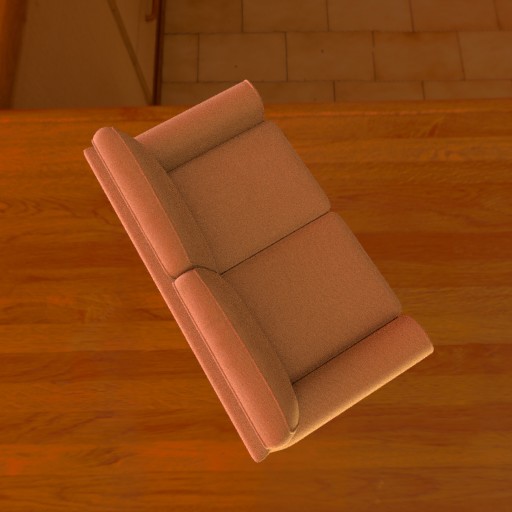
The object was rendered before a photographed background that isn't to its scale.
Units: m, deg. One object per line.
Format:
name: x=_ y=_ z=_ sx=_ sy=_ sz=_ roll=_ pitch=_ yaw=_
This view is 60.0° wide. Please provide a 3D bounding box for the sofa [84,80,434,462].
sofa: x=0.000 y=0.000 z=2.340 sx=0.991 sy=0.940 sz=1.727 roll=-30 pitch=77 yaw=-8
